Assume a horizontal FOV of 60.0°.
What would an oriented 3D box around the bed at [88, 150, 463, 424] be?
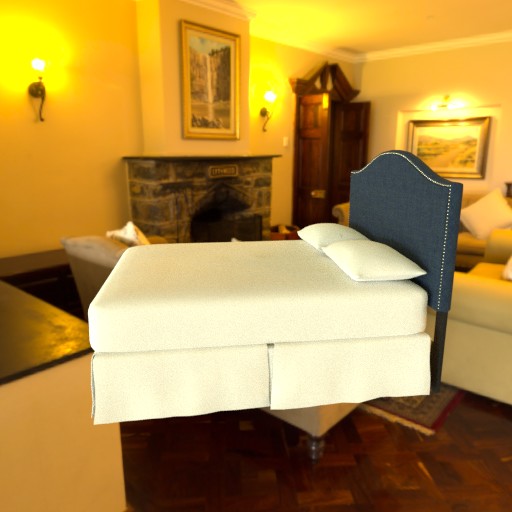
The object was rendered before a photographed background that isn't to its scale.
[{"bbox_3d":[0.000,0.000,3.257,2.153,1.518,1.713,-2,14,-8],"label":"bed"}]
